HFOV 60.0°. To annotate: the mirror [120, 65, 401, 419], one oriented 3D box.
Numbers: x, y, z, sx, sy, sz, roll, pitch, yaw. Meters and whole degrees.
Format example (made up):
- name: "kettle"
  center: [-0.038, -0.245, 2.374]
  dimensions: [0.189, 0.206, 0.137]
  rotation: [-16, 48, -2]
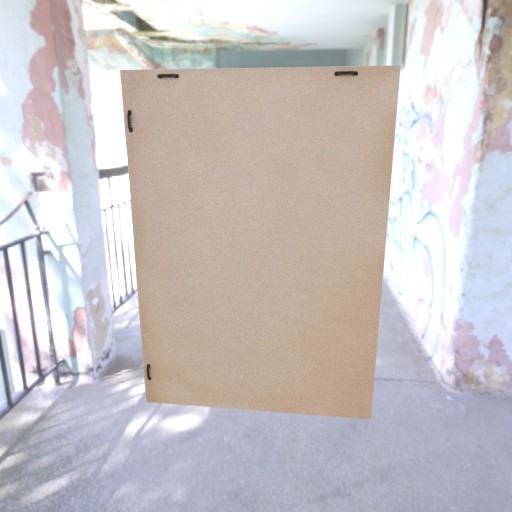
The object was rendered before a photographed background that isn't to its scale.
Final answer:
- name: "mirror"
  center: [0.000, 0.000, 0.906]
  dimensions: [0.507, 0.710, 0.039]
  rotation: [2, 16, 7]
